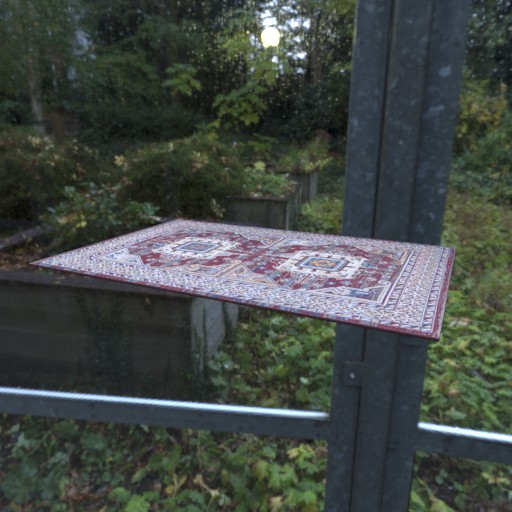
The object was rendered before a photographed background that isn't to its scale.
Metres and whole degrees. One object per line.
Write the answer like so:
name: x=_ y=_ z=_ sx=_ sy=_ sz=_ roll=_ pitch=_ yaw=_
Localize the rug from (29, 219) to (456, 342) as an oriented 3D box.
rug: x=0.000 y=0.000 z=5.666 sx=4.578 sy=0.033 sz=3.033 roll=8 pitch=18 yaw=25
